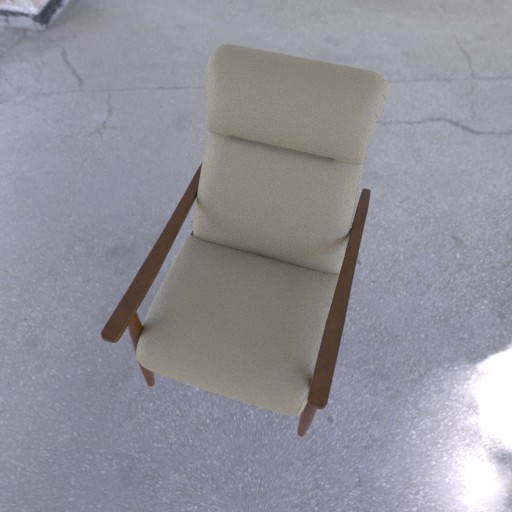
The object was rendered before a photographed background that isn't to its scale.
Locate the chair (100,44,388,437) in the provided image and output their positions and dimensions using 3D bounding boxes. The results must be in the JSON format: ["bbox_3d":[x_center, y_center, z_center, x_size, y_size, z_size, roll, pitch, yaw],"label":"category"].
[{"bbox_3d":[0.000,0.000,1.719,0.762,1.082,1.014,15,59,9],"label":"chair"}]
